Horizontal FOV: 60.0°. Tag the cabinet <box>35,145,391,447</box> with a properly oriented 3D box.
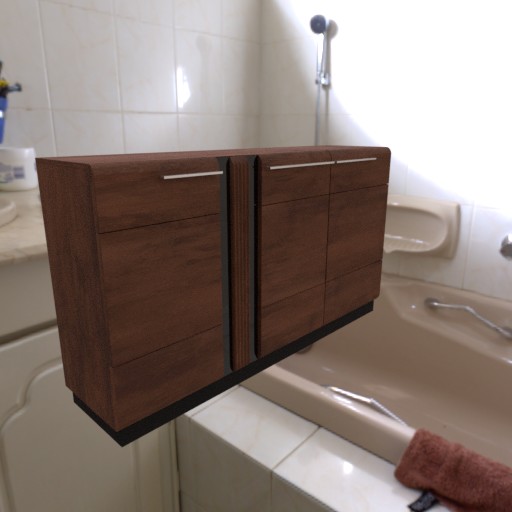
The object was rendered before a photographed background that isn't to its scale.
[{"bbox_3d":[0.000,0.000,1.955,0.420,0.900,1.600,15,22,42],"label":"cabinet"}]
